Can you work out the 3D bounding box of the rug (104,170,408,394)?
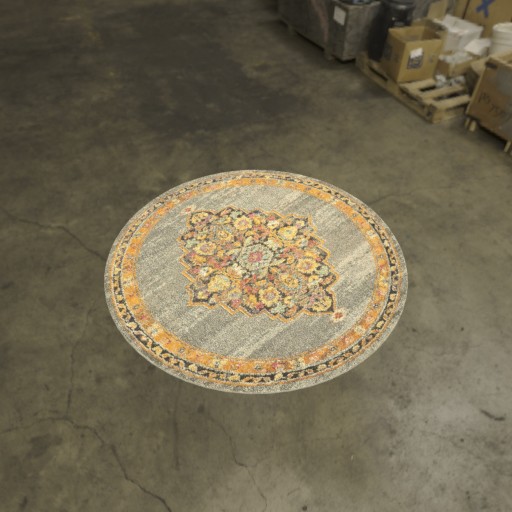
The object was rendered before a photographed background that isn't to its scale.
[{"bbox_3d":[0.000,0.000,2.398,1.598,0.010,1.598,0,46,0],"label":"rug"}]
